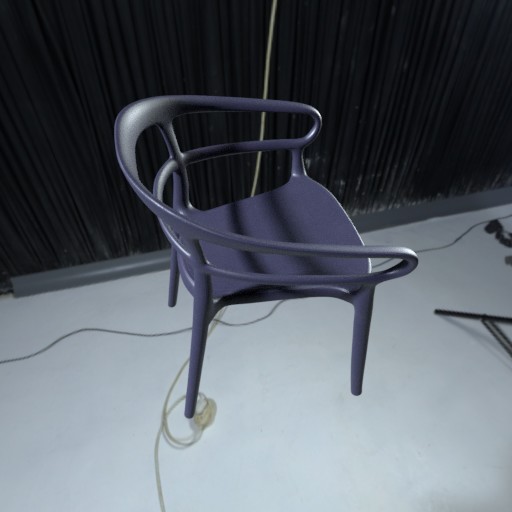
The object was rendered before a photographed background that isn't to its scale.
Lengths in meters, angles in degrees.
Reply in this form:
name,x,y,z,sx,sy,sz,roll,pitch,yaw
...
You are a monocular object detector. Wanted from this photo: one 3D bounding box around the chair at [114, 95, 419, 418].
name,x,y,z,sx,sy,sz,roll,pitch,yaw
chair,0.000,0.000,1.120,0.527,0.761,0.559,-11,48,-10
